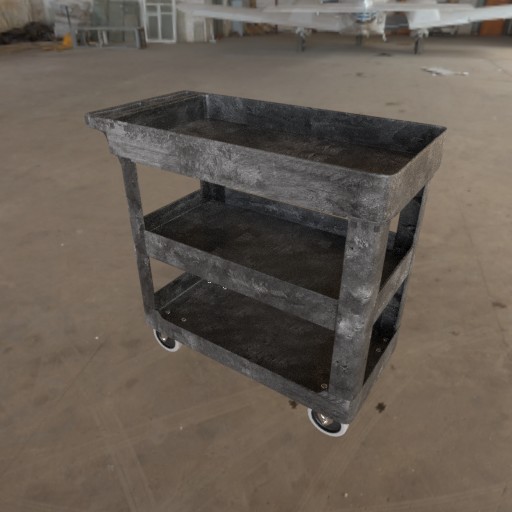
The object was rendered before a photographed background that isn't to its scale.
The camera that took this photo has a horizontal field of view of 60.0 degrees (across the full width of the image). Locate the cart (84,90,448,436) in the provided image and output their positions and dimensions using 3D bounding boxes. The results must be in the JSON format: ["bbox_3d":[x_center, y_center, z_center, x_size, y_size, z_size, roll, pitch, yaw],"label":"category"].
[{"bbox_3d":[0.000,0.000,1.362,0.877,0.824,0.420,19,36,29],"label":"cart"}]
